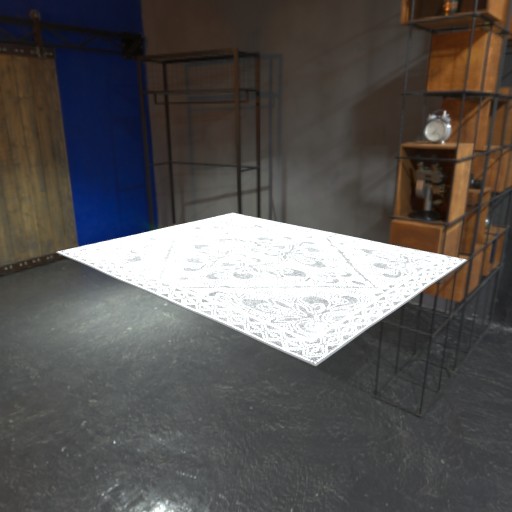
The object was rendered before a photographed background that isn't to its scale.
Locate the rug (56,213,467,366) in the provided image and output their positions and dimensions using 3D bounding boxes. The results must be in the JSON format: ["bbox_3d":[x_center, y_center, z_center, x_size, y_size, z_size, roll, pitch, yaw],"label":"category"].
[{"bbox_3d":[0.000,0.000,4.162,3.048,0.012,2.438,16,23,40],"label":"rug"}]
